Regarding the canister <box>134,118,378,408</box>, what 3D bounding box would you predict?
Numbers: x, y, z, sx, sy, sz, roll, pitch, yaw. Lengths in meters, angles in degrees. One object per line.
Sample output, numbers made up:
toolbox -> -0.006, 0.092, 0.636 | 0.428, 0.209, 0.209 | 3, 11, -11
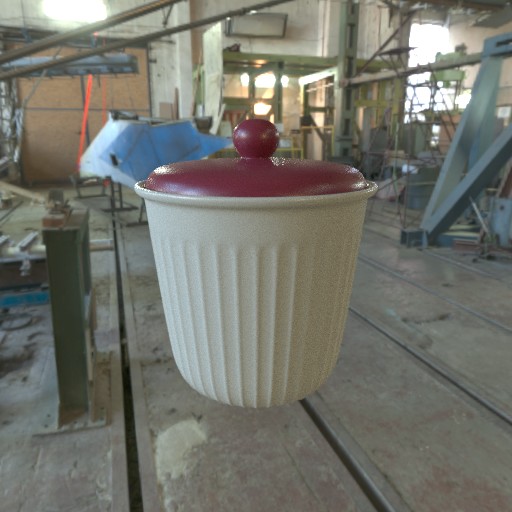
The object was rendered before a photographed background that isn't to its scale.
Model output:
canister -> 0.000, 0.000, 0.356 | 0.181, 0.211, 0.181 | 0, 15, 0
